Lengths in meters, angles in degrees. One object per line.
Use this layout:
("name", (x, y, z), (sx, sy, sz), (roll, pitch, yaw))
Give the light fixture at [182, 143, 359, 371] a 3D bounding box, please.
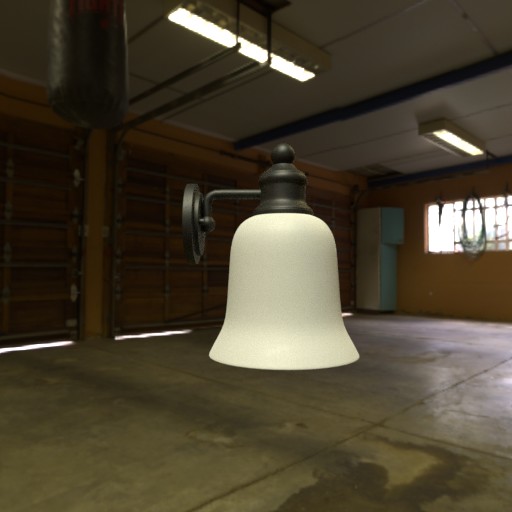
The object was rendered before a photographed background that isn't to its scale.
("light fixture", (0.000, 0.000, 0.650), (0.198, 0.211, 0.570), (0, -2, 0))
